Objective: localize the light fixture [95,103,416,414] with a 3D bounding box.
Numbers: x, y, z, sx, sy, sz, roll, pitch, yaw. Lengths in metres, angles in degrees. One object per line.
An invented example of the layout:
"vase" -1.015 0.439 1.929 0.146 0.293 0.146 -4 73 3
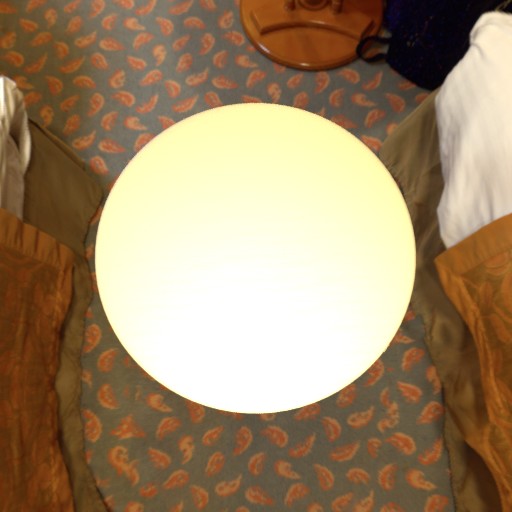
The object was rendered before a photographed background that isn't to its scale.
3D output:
"light fixture" 0.000 0.000 0.538 0.356 0.102 0.356 0 76 0
